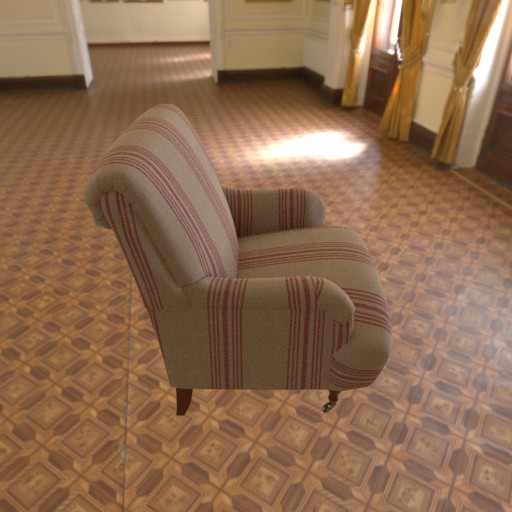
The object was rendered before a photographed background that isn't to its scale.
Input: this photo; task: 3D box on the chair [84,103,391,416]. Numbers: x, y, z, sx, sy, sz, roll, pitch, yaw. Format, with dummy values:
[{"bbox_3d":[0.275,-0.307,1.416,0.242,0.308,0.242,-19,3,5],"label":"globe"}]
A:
[{"bbox_3d":[0.000,0.000,1.891,1.058,1.123,0.933,0,32,1],"label":"chair"}]
